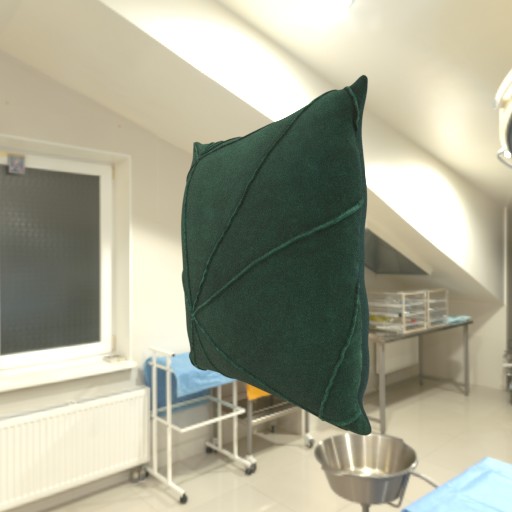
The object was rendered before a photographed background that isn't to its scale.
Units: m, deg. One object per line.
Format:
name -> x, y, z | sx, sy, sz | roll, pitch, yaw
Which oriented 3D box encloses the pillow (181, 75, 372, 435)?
pillow -> 0.000, 0.000, 0.694 | 0.184, 0.440, 0.439 | 0, 0, -35
